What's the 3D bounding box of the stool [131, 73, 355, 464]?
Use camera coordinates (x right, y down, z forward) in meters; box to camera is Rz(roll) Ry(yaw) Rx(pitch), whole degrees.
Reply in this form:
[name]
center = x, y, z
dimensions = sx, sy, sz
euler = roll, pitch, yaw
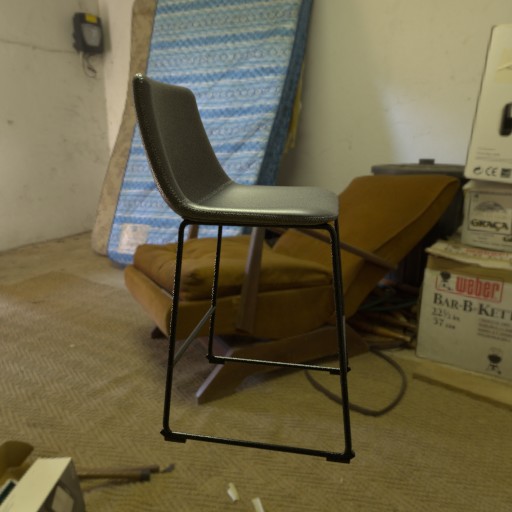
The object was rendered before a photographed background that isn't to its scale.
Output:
[stool]
center = 0.000, 0.000, 1.168
dimensions = 0.546, 0.876, 0.470
euler = 3, 15, 10
